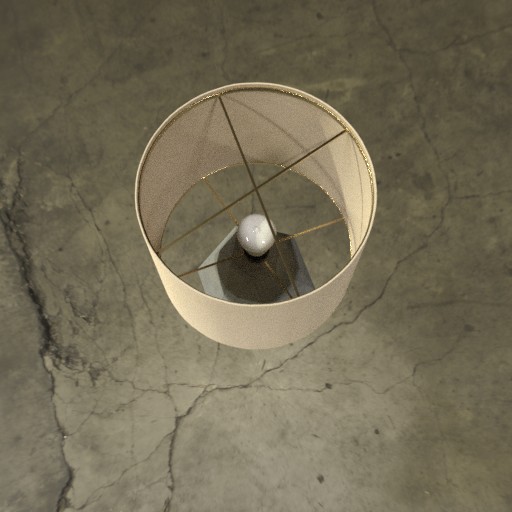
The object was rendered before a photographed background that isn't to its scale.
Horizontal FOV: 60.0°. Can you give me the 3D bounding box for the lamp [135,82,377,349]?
[{"bbox_3d":[0.000,0.000,0.660,0.276,0.501,0.276,0,75,0],"label":"lamp"}]
